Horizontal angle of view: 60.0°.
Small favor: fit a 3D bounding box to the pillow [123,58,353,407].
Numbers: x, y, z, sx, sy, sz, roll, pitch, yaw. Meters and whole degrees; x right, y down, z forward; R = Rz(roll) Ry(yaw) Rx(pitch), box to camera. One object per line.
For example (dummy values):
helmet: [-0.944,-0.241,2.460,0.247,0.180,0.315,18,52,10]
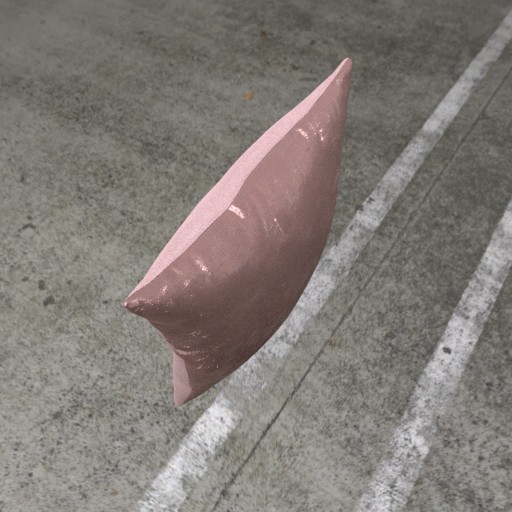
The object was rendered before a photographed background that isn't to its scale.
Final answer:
pillow: [0.000,0.000,0.720,0.175,0.464,0.470,31,63,18]
